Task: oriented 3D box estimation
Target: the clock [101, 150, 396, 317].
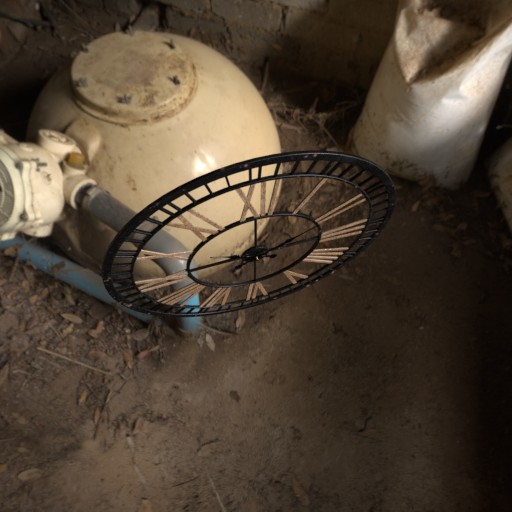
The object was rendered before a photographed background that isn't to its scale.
[{"bbox_3d":[0.000,0.000,1.274,0.843,0.843,0.025,-15,64,-7],"label":"clock"}]
